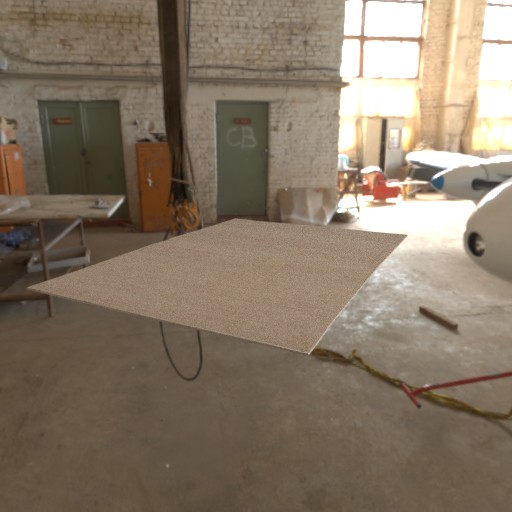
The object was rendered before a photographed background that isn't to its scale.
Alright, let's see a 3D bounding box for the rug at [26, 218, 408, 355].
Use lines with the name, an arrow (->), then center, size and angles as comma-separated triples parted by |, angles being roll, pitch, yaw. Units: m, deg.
rug -> 0.000, 0.000, 3.766 | 2.032, 0.038, 2.869 | 8, 17, 26
